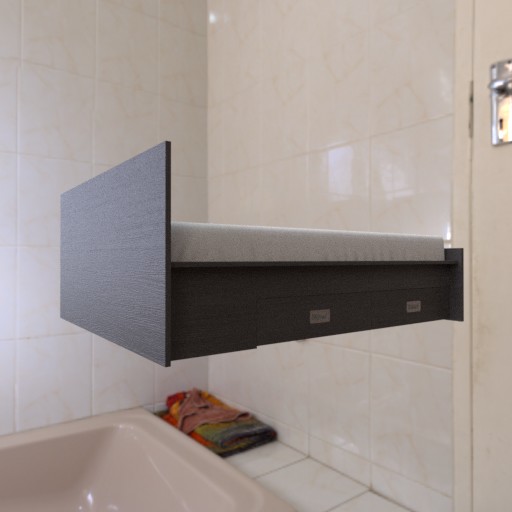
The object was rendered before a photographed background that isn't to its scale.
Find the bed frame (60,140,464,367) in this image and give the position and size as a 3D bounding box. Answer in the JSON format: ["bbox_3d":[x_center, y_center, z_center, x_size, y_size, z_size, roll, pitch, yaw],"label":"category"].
[{"bbox_3d":[0.000,0.000,2.793,1.960,0.800,1.622,0,0,-36],"label":"bed frame"}]
